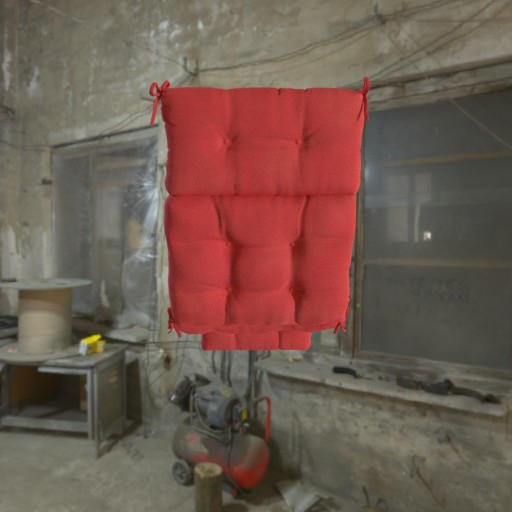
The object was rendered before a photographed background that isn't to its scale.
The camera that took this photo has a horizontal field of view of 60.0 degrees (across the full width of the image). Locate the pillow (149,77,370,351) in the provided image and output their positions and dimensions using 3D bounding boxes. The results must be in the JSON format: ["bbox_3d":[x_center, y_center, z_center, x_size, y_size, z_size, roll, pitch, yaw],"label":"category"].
[{"bbox_3d":[0.000,0.000,1.501,0.526,0.863,1.016,0,2,-1],"label":"pillow"}]
